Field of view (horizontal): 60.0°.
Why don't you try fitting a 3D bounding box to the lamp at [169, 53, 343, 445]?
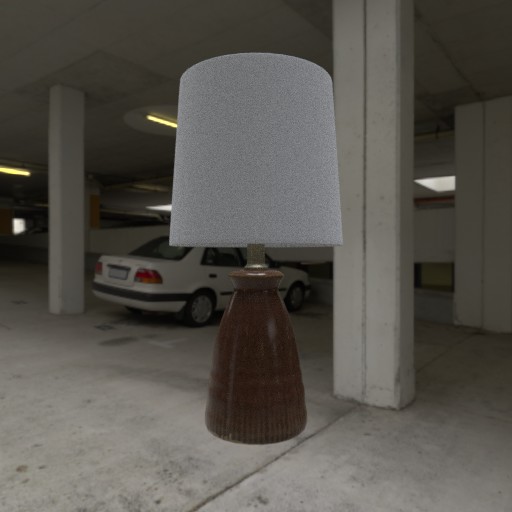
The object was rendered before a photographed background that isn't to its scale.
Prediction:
[{"bbox_3d":[0.000,0.000,0.485,0.186,0.369,0.186,0,0,0],"label":"lamp"}]
